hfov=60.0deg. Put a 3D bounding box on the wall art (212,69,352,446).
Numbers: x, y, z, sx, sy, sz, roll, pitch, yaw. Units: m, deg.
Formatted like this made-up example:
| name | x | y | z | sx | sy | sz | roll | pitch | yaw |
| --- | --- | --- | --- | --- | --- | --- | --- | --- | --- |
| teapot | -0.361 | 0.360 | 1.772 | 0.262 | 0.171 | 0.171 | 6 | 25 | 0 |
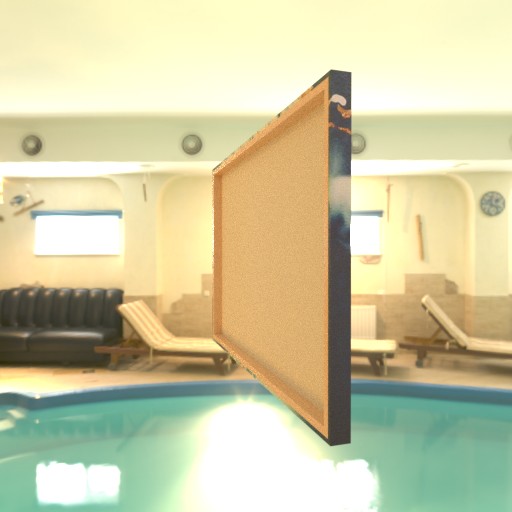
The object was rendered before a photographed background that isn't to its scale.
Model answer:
| name | x | y | z | sx | sy | sz | roll | pitch | yaw |
| --- | --- | --- | --- | --- | --- | --- | --- | --- | --- |
| wall art | 0.000 | 0.000 | 1.155 | 0.038 | 0.608 | 0.912 | 0 | 1 | -18 |
